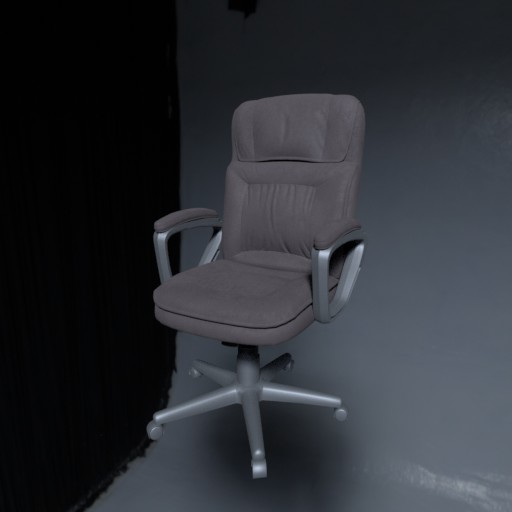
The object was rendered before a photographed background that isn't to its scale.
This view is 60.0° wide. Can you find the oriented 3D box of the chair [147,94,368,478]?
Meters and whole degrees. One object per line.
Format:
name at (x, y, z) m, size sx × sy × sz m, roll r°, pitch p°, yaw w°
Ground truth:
chair at (0.000, 0.000, 1.502) m, size 0.667 × 1.105 × 0.724 m, roll 7°, pitch 15°, yaw 28°
